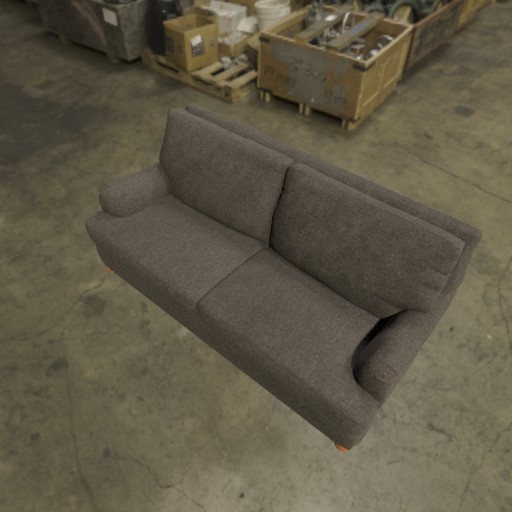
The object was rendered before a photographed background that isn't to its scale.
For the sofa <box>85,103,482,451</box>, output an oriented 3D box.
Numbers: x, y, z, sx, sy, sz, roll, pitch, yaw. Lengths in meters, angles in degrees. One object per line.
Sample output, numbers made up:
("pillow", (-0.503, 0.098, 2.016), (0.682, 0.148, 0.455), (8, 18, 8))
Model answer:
("sofa", (0.000, 0.000, 2.731), (2.160, 1.054, 1.087), (31, 54, 27))
